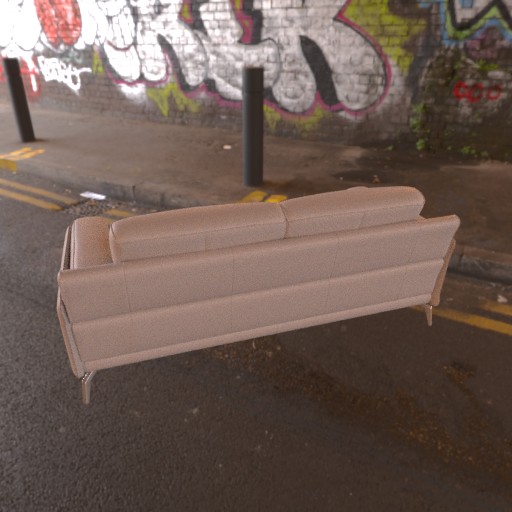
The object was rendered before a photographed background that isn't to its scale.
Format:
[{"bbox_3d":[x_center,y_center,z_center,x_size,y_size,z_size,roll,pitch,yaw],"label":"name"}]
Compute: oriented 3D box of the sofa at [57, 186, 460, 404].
[{"bbox_3d":[0.000,0.000,2.586,2.101,0.930,1.049,-9,28,-17],"label":"sofa"}]
